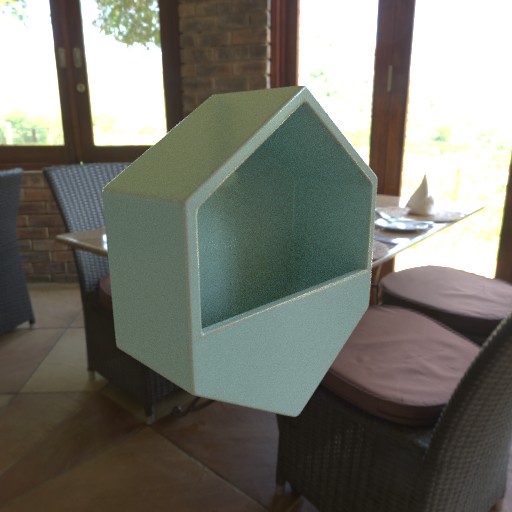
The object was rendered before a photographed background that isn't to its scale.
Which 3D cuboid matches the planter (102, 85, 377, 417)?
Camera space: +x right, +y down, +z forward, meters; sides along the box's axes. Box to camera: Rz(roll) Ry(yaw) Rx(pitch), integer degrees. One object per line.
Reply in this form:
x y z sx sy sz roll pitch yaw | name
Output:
0.000 0.000 0.293 0.078 0.207 0.169 14 21 42 | planter
